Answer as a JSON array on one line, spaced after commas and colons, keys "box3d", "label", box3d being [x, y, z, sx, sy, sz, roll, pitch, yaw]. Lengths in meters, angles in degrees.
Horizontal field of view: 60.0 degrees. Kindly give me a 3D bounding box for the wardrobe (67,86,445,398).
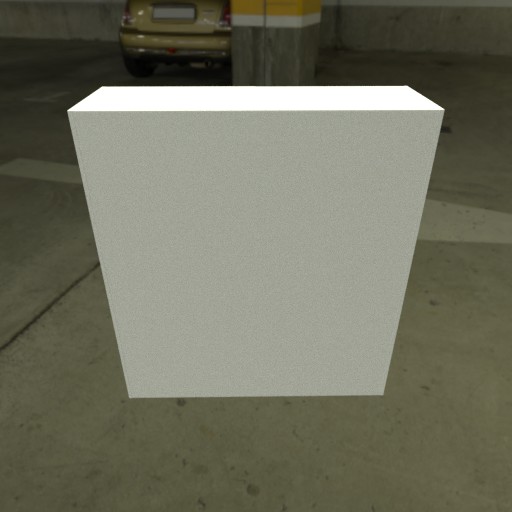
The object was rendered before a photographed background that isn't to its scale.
[{"box3d": [0.000, 0.000, 2.931, 1.830, 2.020, 0.600, 0, 31, -1], "label": "wardrobe"}]
